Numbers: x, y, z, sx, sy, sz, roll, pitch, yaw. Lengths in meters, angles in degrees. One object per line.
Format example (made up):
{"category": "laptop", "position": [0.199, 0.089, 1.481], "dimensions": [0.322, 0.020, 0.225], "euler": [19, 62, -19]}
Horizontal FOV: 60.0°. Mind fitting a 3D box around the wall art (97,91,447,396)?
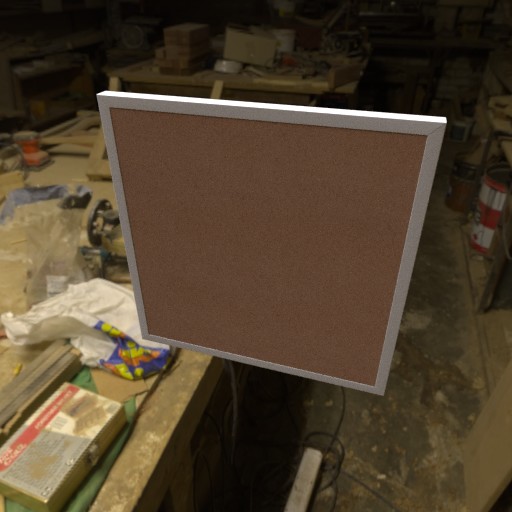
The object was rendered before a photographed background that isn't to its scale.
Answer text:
{"category": "wall art", "position": [0.000, 0.000, 1.145], "dimensions": [0.760, 0.760, 0.036], "euler": [10, 34, 15]}
